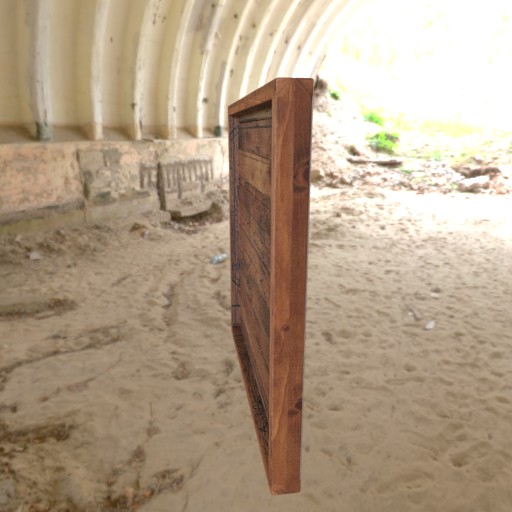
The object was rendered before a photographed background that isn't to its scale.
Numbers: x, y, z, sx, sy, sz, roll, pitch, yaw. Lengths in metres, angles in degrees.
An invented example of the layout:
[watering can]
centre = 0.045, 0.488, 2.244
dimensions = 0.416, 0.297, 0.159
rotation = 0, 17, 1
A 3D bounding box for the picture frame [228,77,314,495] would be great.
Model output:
[picture frame]
centre = 0.000, 0.000, 0.525
dimensions = 0.028, 0.356, 0.352
rotation = -2, 16, -9
